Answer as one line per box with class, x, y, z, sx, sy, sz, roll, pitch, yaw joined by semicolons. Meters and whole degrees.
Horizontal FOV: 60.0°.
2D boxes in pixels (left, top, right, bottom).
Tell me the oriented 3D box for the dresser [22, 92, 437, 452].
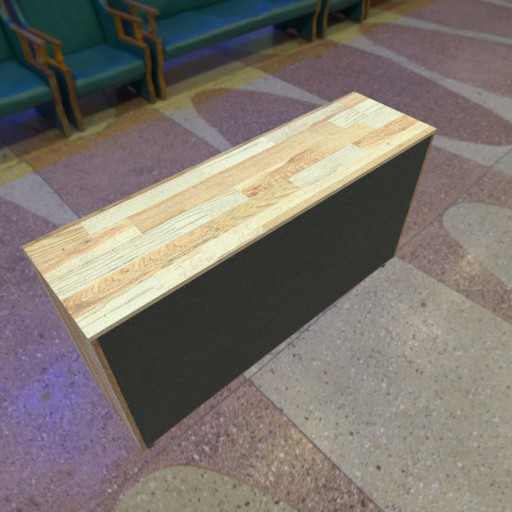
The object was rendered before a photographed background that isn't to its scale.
dresser;0.000;0.000;1.894;1.547;0.834;0.487;-32;54;-27
